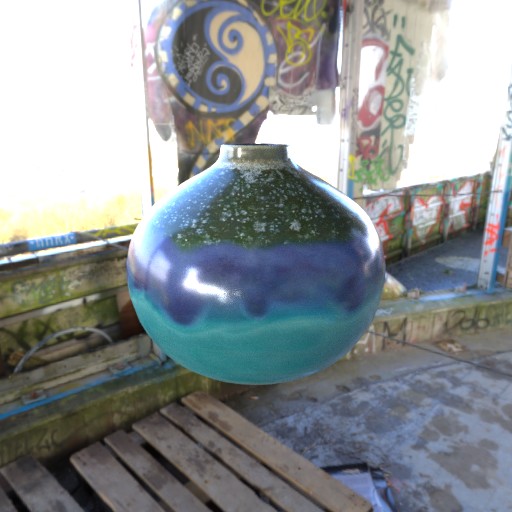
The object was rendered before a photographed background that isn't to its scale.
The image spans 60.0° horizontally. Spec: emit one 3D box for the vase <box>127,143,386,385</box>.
[{"bbox_3d":[0.000,0.000,0.272,0.154,0.133,0.154,0,16,0],"label":"vase"}]
